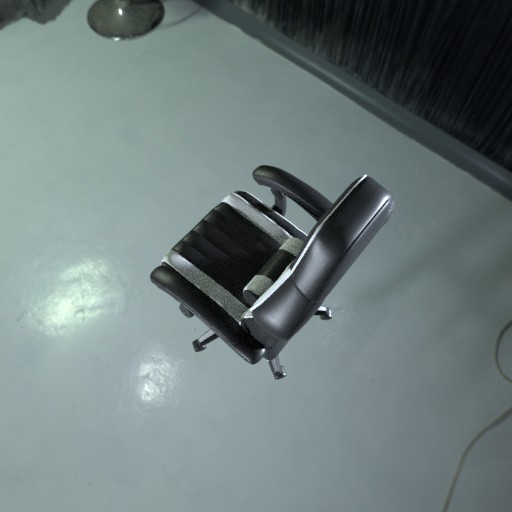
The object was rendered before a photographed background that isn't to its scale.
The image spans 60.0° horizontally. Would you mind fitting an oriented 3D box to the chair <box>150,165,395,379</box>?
[{"bbox_3d":[0.000,0.000,1.644,0.700,1.200,0.676,36,68,17],"label":"chair"}]
